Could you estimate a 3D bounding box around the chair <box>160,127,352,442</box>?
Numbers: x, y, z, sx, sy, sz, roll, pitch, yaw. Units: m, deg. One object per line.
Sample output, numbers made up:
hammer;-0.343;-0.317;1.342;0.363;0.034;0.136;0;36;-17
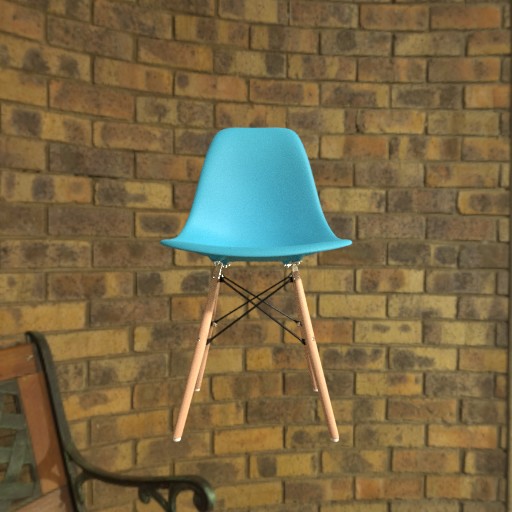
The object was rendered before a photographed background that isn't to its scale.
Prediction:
chair;0.000;0.000;1.182;0.470;0.826;0.531;0;1;0
